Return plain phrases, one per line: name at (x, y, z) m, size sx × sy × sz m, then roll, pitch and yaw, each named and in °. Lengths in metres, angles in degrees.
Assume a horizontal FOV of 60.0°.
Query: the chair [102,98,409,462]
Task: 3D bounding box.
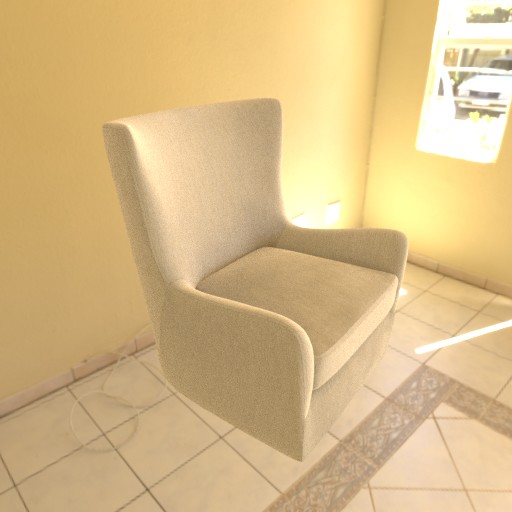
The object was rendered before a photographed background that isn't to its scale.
chair at (0.000, 0.000, 1.623) m, size 0.904 × 1.000 × 0.779 m, roll 19°, pitch 32°, yaw 33°
